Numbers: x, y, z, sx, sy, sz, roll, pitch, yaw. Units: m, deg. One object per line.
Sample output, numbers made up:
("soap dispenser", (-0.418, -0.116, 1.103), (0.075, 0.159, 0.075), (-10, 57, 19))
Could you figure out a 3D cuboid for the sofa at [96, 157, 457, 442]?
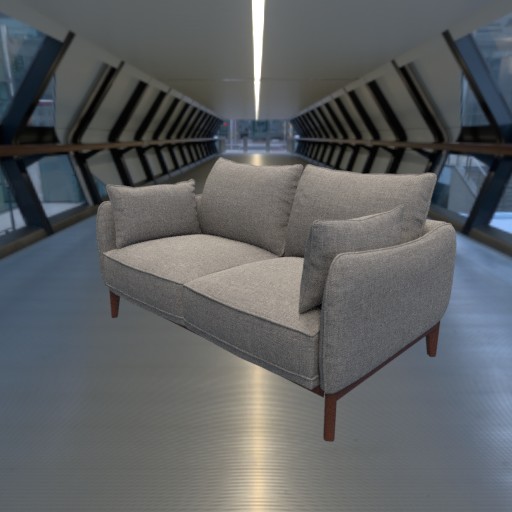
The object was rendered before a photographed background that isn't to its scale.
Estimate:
("sofa", (0.000, 0.000, 2.150), (1.580, 0.851, 0.972), (15, 22, 42))
